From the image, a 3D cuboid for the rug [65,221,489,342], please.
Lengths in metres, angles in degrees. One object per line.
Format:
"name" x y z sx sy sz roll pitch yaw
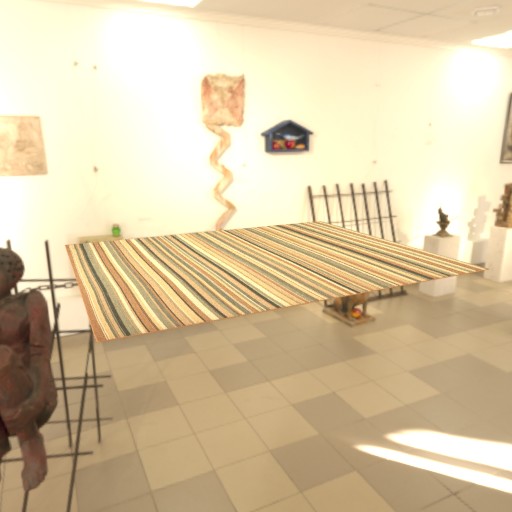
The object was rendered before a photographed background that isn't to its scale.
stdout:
"rug" 0.000 0.000 4.005 3.045 0.011 2.436 -7 16 -25
